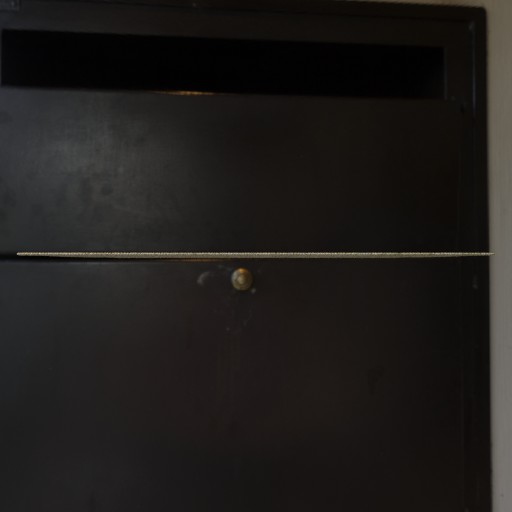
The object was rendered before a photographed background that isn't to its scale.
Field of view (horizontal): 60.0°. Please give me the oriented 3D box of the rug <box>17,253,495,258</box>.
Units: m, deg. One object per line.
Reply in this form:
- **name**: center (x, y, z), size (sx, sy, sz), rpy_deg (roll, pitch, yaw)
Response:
- **rug**: center (0.000, 0.000, 2.181), size (1.758, 0.010, 1.143), rpy_deg (0, -1, 0)
